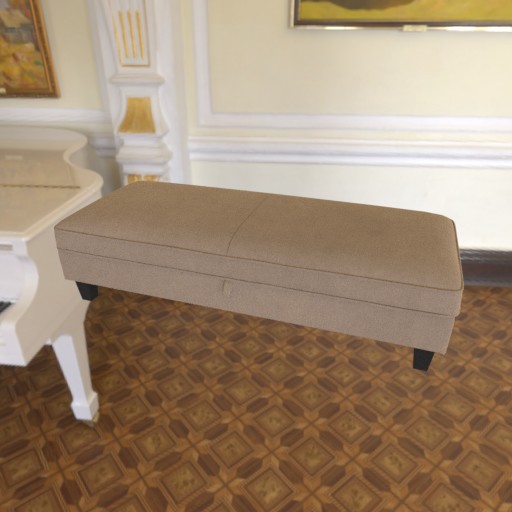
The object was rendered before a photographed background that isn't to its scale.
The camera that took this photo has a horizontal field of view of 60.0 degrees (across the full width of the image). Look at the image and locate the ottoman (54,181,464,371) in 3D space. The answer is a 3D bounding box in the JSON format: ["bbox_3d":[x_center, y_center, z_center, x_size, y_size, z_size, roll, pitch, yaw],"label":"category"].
[{"bbox_3d":[0.000,0.000,2.082,1.726,0.460,0.735,9,29,17],"label":"ottoman"}]
